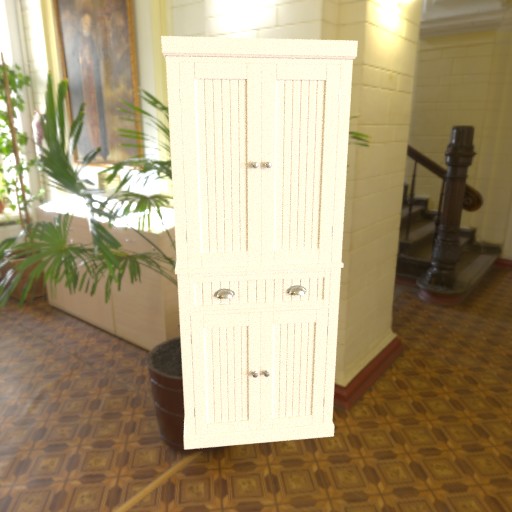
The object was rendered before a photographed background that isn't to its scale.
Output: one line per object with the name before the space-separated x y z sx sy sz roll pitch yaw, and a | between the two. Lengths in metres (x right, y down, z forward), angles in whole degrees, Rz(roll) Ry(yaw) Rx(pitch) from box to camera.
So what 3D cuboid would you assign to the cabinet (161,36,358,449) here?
cabinet | 0.000 0.000 2.114 0.754 1.829 0.390 -2 17 -7
